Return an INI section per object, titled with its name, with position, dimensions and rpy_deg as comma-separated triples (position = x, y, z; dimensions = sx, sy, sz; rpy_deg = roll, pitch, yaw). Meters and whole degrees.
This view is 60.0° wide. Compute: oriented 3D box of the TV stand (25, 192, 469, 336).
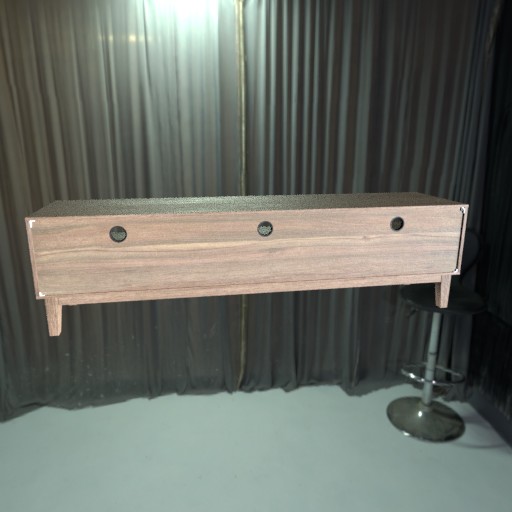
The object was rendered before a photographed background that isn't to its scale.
[TV stand]
position = 0.000, 0.000, 1.690
dimensions = 1.482, 0.409, 0.366
rpy_deg = -3, 16, -10
